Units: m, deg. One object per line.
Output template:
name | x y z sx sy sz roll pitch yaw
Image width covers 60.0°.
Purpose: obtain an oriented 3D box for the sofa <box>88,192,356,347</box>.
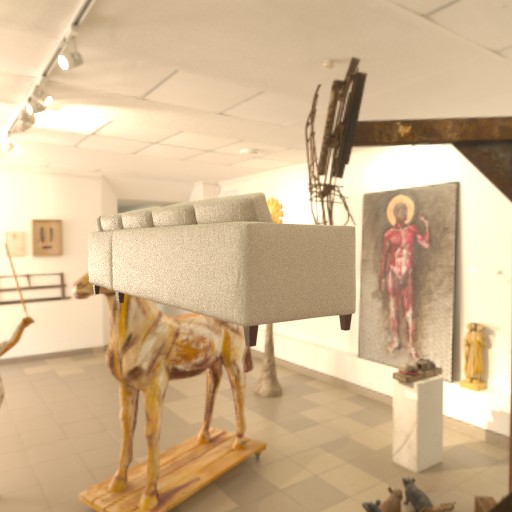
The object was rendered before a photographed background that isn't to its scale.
sofa | 0.000 0.000 4.566 2.522 0.934 3.333 -1 2 -36
